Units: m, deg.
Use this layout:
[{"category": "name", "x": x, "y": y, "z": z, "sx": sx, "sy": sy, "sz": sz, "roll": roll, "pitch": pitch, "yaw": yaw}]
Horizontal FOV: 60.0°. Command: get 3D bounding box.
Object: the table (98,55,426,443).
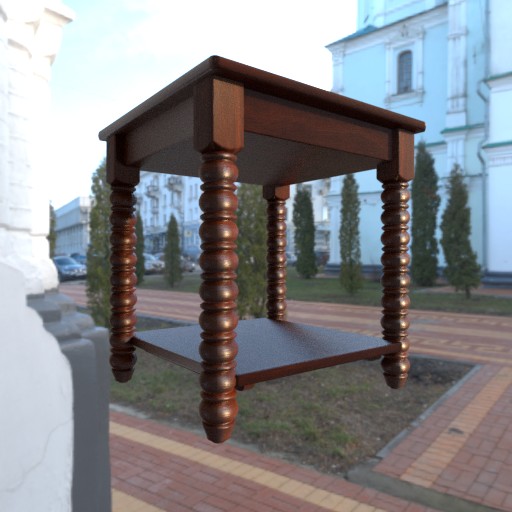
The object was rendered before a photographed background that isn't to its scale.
[{"category": "table", "x": 0.000, "y": 0.000, "z": 0.976, "sx": 0.533, "sy": 0.567, "sz": 0.500, "roll": 0, "pitch": 0, "yaw": -37}]
